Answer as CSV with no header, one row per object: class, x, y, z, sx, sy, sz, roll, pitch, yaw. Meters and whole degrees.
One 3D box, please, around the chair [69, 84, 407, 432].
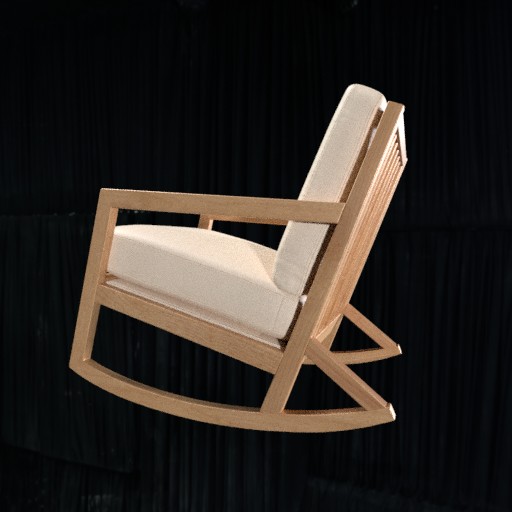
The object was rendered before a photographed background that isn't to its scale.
chair,0.000,0.000,1.345,0.857,0.790,0.622,1,2,19
